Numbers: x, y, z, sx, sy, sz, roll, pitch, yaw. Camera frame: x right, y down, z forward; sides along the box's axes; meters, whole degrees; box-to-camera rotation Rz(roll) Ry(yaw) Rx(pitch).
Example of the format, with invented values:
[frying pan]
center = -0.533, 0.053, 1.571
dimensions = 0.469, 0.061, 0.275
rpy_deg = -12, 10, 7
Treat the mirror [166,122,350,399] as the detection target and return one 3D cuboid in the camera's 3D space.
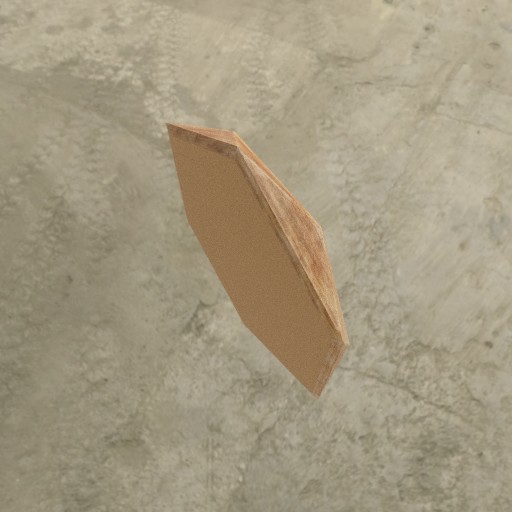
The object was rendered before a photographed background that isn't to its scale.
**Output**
[mirror]
center = 0.000, 0.000, 1.102
dimensions = 0.091, 0.779, 0.675
rpy_deg = -29, 63, -17
